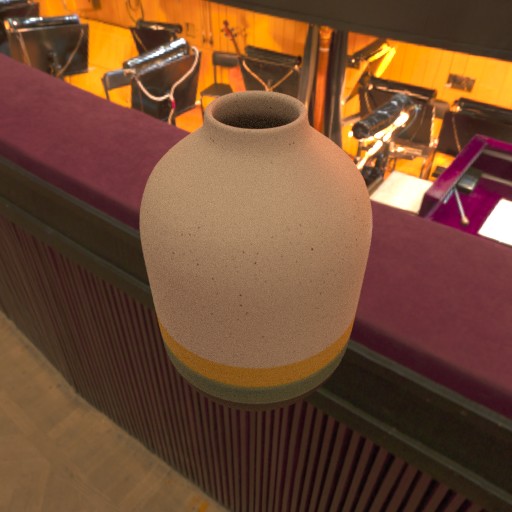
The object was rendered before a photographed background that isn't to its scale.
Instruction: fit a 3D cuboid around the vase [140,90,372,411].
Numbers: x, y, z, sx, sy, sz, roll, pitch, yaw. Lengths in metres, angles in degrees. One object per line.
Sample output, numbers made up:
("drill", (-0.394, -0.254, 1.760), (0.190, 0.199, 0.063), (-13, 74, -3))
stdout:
("vase", (0.000, 0.000, 0.352), (0.169, 0.240, 0.169), (0, 41, 0))
